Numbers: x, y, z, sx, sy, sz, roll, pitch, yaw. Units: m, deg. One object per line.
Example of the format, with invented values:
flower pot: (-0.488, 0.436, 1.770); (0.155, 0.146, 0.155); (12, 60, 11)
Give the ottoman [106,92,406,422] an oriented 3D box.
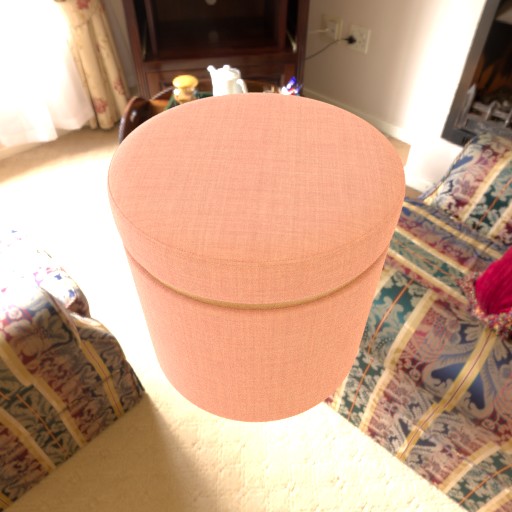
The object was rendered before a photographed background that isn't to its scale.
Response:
ottoman: (0.000, 0.000, 0.731); (0.400, 0.406, 0.400); (0, 45, 0)
